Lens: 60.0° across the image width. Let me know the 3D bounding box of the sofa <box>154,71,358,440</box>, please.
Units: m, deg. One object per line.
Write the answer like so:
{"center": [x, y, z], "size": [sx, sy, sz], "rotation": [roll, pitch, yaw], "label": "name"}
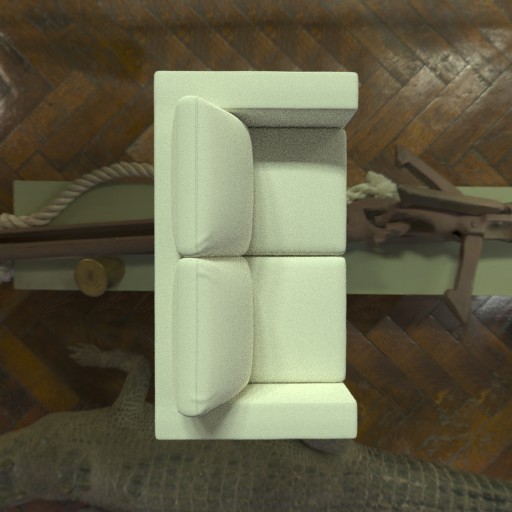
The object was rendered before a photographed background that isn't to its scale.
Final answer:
{"center": [0.000, 0.000, 2.360], "size": [1.009, 0.932, 1.813], "rotation": [0, 91, -1], "label": "sofa"}
